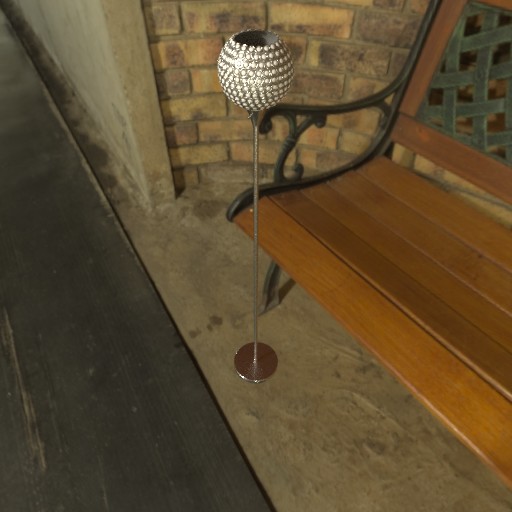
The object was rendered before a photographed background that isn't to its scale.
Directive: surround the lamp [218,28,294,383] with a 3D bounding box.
[{"bbox_3d":[0.000,0.000,1.913,0.254,1.805,0.254,0,46,0],"label":"lamp"}]
